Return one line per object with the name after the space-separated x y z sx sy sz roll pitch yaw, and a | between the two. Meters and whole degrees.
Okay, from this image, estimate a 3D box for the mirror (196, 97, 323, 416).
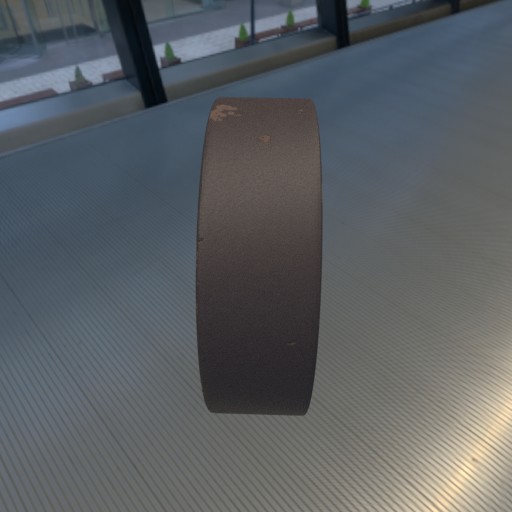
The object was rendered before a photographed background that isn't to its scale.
0.000 0.000 0.573 0.126 0.386 0.386 1 42 1 | mirror
